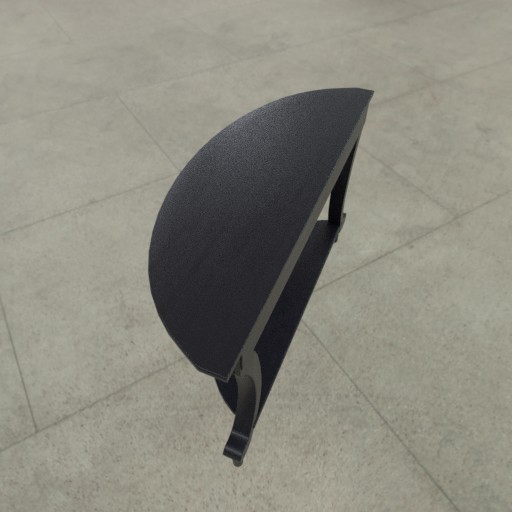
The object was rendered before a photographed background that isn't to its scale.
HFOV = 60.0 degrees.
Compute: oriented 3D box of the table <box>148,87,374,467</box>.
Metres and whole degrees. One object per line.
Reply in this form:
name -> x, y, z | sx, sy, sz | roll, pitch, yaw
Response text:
table -> 0.000, 0.000, 1.489 | 0.394, 0.692, 1.198 | 17, 49, 15
